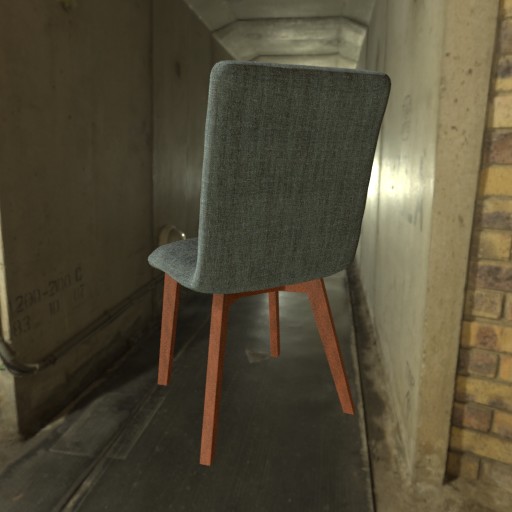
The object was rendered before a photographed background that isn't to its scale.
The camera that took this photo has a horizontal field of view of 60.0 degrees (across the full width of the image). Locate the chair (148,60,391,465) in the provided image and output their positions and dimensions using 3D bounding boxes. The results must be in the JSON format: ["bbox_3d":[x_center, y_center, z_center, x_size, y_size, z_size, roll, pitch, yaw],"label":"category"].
[{"bbox_3d":[0.000,0.000,1.299,0.522,0.974,0.563,-7,16,-27],"label":"chair"}]
